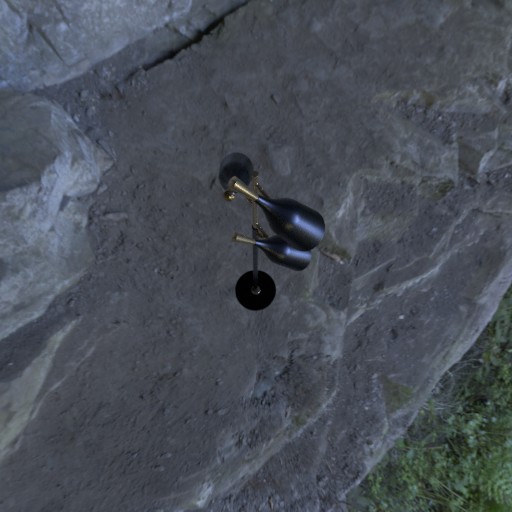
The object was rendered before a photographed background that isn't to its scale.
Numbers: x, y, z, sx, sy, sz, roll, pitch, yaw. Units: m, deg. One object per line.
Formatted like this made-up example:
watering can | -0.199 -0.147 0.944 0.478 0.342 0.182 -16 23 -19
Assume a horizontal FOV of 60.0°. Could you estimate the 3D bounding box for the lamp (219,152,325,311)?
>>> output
lamp | 0.000 0.000 1.877 0.253 1.778 0.434 -35 78 -8
